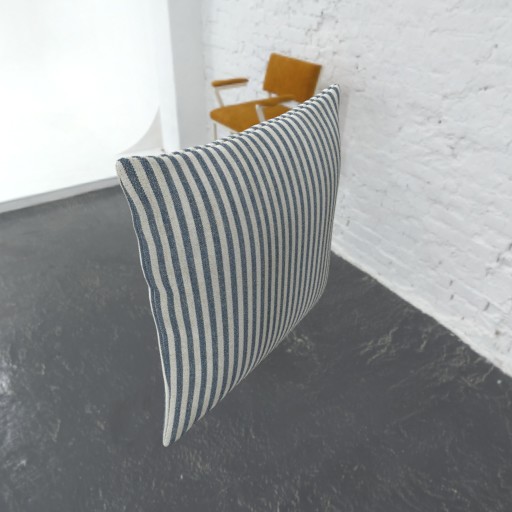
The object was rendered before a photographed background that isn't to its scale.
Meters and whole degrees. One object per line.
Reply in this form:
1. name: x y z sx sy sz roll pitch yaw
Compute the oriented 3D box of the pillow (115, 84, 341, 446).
1. pillow: 0.000 0.000 0.793 0.166 0.510 0.523 21 38 30
